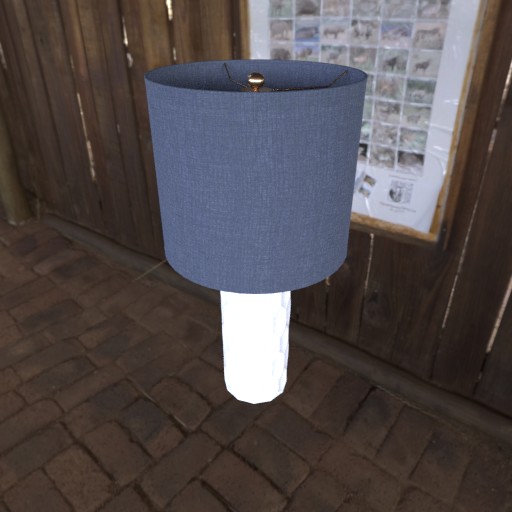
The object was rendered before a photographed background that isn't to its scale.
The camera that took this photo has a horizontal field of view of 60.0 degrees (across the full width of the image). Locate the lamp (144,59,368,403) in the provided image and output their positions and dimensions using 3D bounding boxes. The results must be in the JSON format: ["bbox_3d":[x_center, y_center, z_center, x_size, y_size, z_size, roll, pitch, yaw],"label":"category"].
[{"bbox_3d":[0.000,0.000,0.694,0.277,0.537,0.277,9,31,15],"label":"lamp"}]
